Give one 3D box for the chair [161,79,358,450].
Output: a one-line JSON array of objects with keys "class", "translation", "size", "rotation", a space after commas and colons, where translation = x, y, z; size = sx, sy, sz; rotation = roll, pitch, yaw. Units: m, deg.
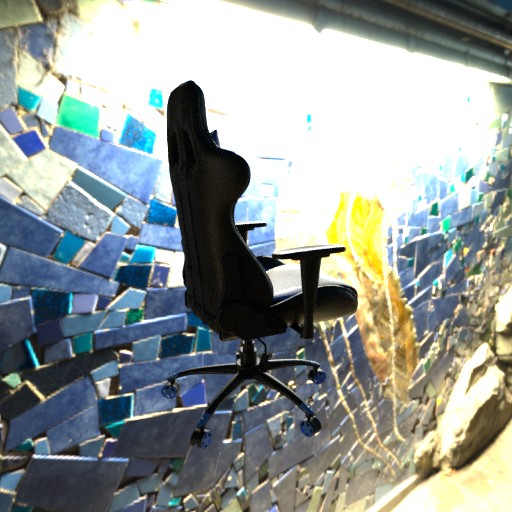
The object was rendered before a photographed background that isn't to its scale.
[{"class": "chair", "translation": [0.000, 0.000, 1.779], "size": [0.730, 1.282, 0.695], "rotation": [-7, 15, -26]}]
